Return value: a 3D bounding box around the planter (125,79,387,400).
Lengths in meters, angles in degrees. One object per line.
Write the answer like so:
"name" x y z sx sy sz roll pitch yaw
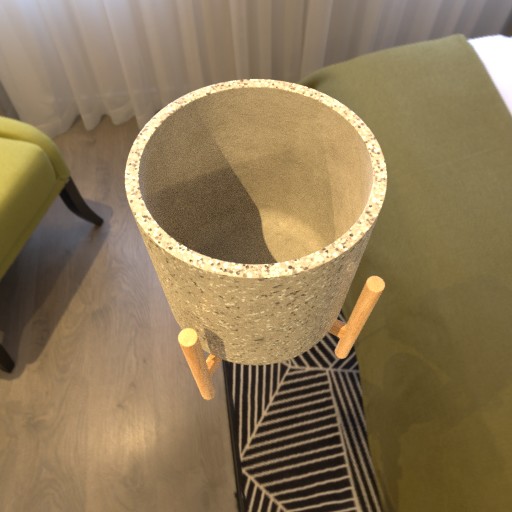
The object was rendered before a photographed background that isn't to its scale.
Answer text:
"planter" 0.000 0.000 0.697 0.360 0.419 0.360 -35 65 -19
